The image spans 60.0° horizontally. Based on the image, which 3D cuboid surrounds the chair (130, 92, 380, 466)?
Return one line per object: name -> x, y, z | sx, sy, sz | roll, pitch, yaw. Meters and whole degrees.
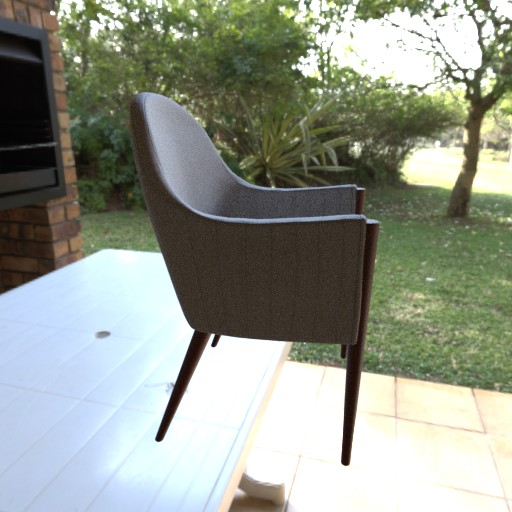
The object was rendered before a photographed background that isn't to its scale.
chair -> 0.000, 0.000, 1.271 | 0.620, 0.889, 0.610 | 3, 16, 10
